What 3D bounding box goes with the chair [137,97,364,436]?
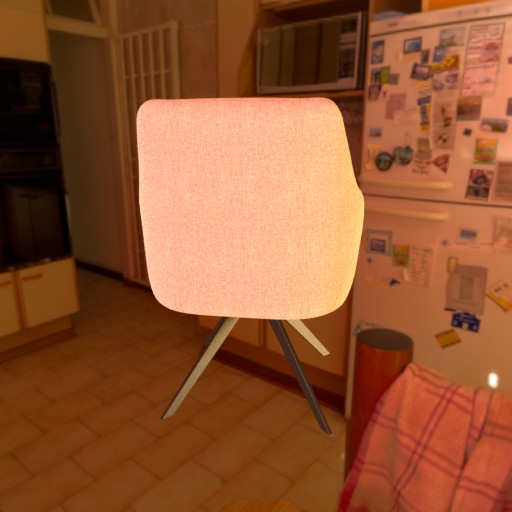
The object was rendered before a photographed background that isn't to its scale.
[{"bbox_3d":[0.000,0.000,1.360,0.642,0.874,0.677,2,16,8],"label":"chair"}]
